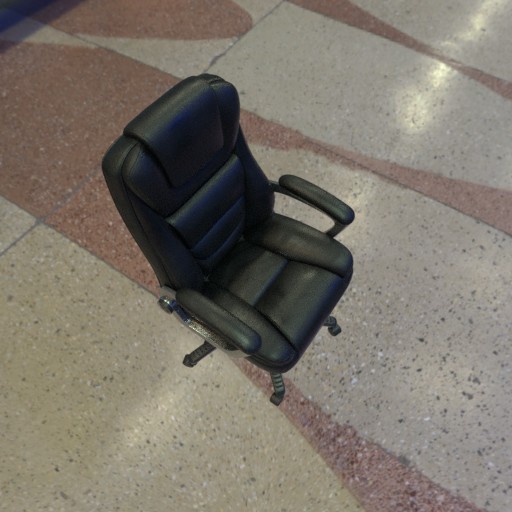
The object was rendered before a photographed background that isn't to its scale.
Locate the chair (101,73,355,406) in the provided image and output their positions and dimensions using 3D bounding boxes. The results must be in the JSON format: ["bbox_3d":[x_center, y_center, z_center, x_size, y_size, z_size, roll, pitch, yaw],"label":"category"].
[{"bbox_3d":[0.000,0.000,1.551,0.689,1.075,0.697,30,62,18],"label":"chair"}]
